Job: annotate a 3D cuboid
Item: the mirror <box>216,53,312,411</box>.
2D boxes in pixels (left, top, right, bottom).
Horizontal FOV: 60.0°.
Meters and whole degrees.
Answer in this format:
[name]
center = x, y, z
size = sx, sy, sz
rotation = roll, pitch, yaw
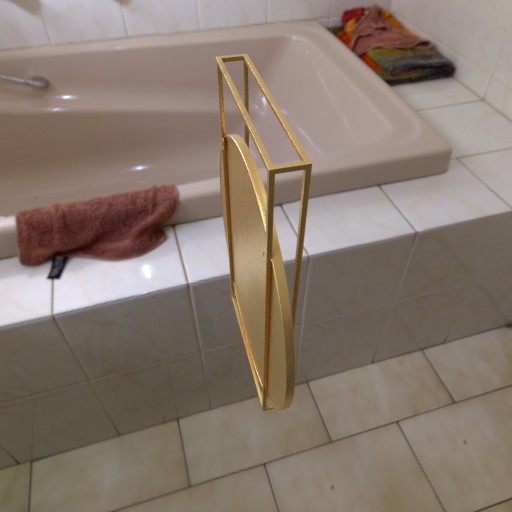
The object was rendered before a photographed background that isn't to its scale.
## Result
[mirror]
center = 0.000, 0.000, 0.815
size = 0.051, 0.603, 0.508
rotation = -10, 47, -10
